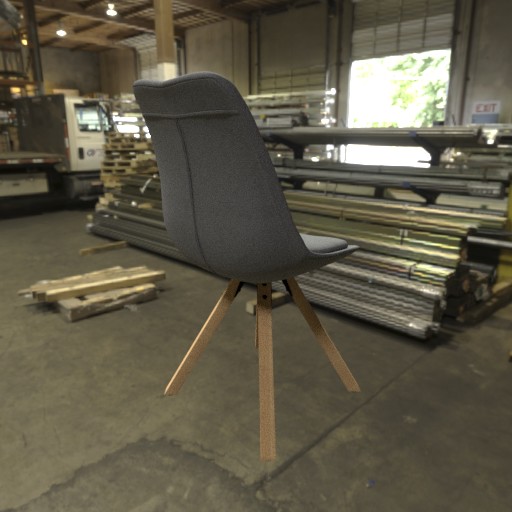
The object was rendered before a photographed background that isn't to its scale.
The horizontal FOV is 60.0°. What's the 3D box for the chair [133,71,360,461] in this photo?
[{"bbox_3d":[0.000,0.000,1.191,0.474,0.863,0.549,15,22,42],"label":"chair"}]
